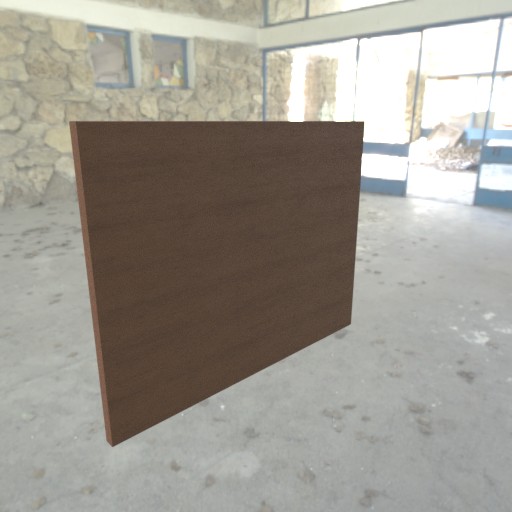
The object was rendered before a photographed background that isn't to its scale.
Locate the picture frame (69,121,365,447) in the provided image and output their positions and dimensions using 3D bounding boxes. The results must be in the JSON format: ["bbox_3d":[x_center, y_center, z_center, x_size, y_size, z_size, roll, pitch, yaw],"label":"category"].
[{"bbox_3d":[0.000,0.000,1.748,1.329,1.018,0.045,-15,23,-41],"label":"picture frame"}]
